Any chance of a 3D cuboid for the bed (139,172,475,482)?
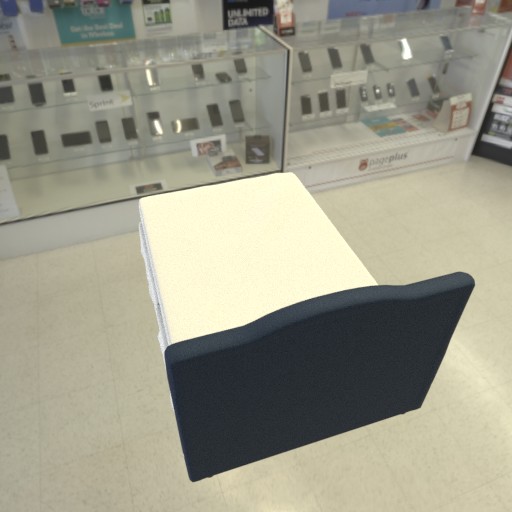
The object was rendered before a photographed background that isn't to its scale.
[{"bbox_3d":[0.000,0.000,3.487,1.741,1.441,2.507,-12,43,-13],"label":"bed"}]
